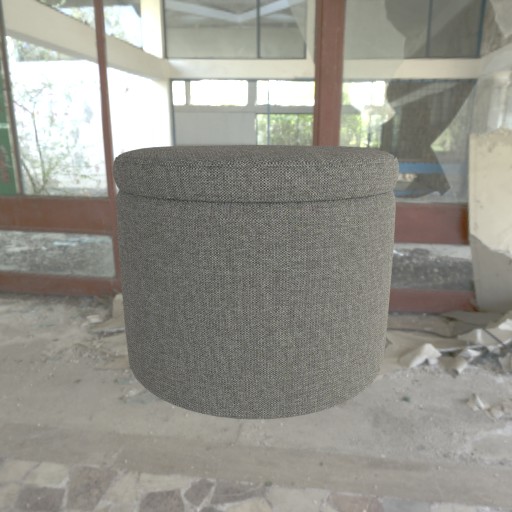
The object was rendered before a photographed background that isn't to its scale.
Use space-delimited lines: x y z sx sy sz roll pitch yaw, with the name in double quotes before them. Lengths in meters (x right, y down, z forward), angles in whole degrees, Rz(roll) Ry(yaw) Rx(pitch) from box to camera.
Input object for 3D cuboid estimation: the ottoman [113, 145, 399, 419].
"ottoman" 0.000 0.000 0.884 0.520 0.430 0.520 0 15 0
